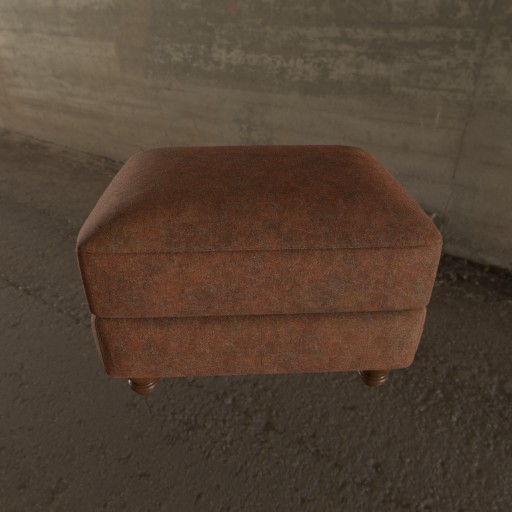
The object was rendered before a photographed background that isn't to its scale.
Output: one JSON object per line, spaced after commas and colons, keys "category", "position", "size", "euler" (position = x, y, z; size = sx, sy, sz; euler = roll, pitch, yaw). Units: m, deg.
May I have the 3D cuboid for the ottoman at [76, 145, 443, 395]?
{"category": "ottoman", "position": [0.000, 0.000, 1.197], "size": [0.787, 0.508, 0.635], "euler": [-1, 30, -2]}
